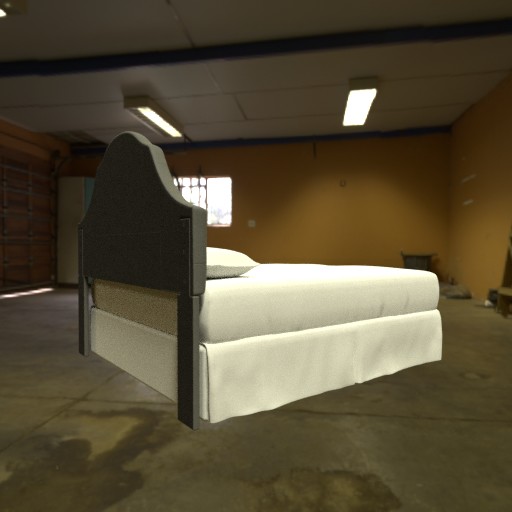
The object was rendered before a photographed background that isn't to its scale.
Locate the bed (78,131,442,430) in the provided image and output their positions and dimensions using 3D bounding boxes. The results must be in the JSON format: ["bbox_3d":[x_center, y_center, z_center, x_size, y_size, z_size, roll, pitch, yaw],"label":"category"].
[{"bbox_3d":[0.000,0.000,3.545,2.214,1.615,2.008,-1,1,-37],"label":"bed"}]
